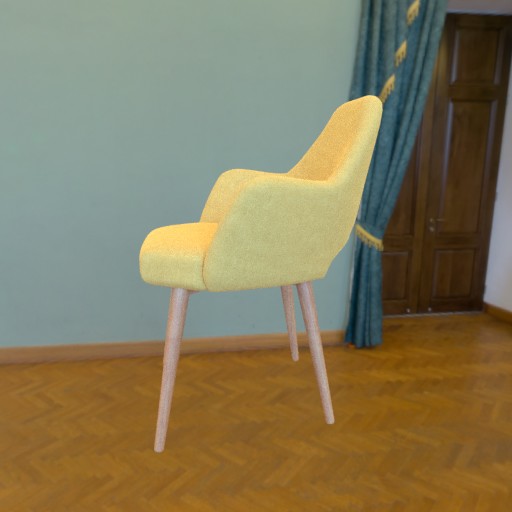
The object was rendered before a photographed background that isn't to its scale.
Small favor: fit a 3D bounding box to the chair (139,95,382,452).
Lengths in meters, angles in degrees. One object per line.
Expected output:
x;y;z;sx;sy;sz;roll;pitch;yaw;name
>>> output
0.000;0.000;1.231;0.610;0.840;0.590;-2;13;-9;chair
